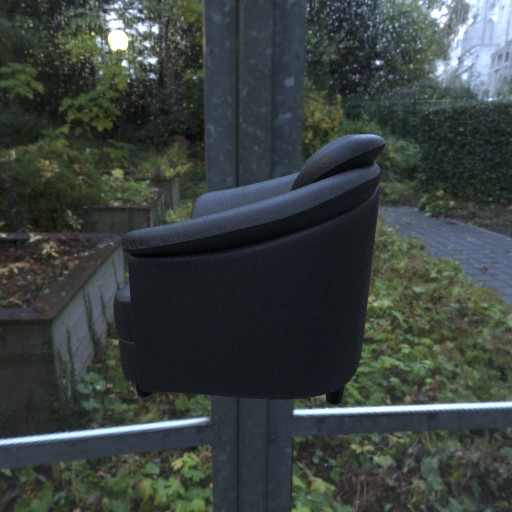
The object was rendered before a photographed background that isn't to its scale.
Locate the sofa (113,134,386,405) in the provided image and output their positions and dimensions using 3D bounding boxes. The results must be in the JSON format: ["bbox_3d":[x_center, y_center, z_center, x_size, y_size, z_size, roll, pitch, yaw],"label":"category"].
[{"bbox_3d":[0.000,0.000,1.534,0.794,0.811,0.870,2,15,8],"label":"sofa"}]
